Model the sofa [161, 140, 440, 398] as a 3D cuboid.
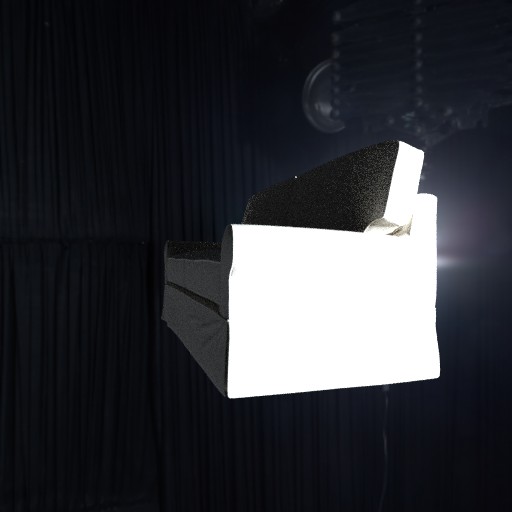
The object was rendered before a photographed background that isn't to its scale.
[{"bbox_3d":[0.000,0.000,2.481,0.862,0.937,2.021,0,0,-18],"label":"sofa"}]
